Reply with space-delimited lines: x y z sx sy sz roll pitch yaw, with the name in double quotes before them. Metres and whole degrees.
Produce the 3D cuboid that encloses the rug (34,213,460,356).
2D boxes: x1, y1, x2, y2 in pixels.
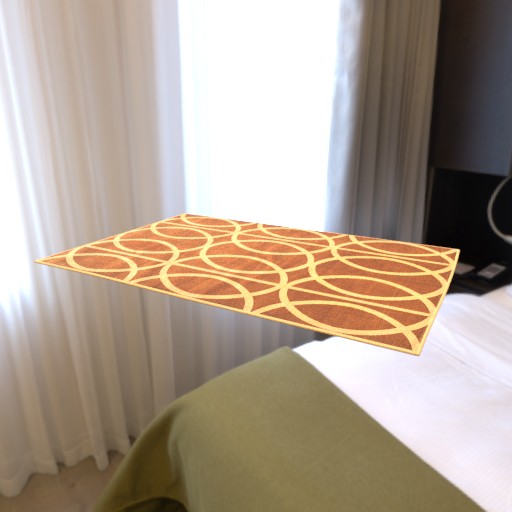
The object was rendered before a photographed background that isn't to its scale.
"rug" 0.000 0.000 2.839 2.290 0.014 1.526 10 21 27
